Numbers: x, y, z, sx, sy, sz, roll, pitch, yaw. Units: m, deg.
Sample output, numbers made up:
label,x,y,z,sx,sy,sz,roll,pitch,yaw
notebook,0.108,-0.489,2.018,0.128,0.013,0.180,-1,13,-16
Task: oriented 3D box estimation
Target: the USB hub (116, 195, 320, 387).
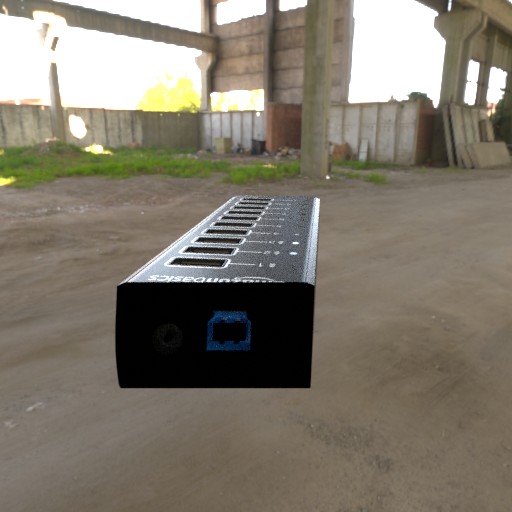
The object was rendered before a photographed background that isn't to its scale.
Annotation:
label,x,y,z,sx,sy,sz,roll,pitch,yaw
USB hub,0.000,0.000,0.162,0.044,0.023,0.145,2,16,8
